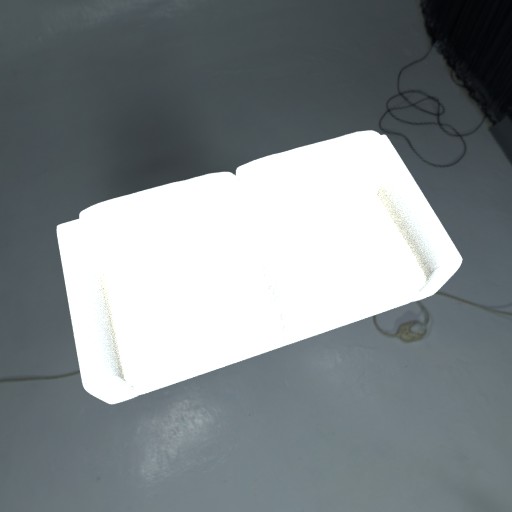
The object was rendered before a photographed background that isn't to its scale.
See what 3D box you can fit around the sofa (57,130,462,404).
[{"bbox_3d":[0.000,0.000,2.782,2.262,0.801,1.070,-17,64,-8],"label":"sofa"}]
